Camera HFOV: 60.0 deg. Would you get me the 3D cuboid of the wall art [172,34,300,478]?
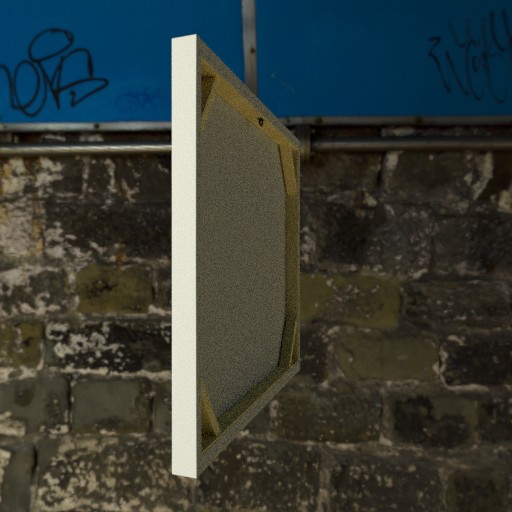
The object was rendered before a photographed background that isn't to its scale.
[{"bbox_3d":[0.000,0.000,0.902,0.038,0.610,0.610,0,0,19],"label":"wall art"}]
